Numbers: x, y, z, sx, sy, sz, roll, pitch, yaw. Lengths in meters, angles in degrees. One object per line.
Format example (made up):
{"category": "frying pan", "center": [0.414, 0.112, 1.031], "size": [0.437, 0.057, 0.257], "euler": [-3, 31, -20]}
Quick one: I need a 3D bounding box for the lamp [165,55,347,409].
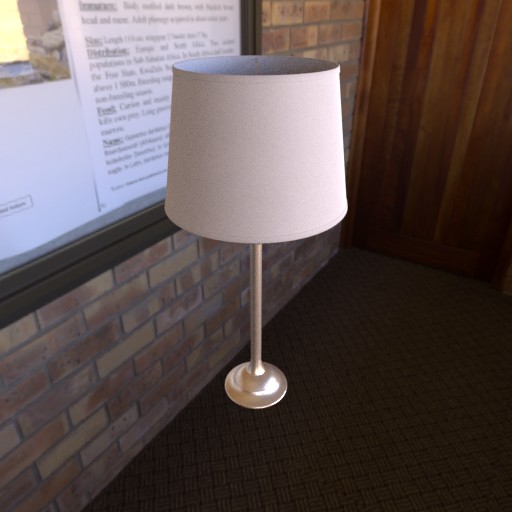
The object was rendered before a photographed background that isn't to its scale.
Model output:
{"category": "lamp", "center": [0.000, 0.000, 0.873], "size": [0.331, 0.698, 0.331], "euler": [0, 30, 0]}
